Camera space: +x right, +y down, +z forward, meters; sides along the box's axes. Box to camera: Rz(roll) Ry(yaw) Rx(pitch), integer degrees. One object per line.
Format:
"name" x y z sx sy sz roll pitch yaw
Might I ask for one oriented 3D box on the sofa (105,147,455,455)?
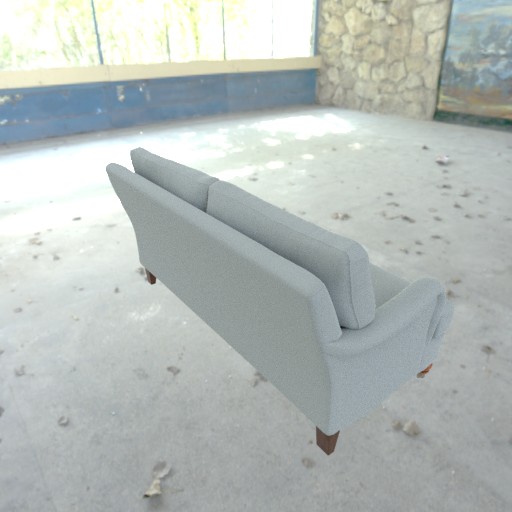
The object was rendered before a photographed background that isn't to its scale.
"sofa" 0.000 0.000 2.789 1.069 1.096 2.193 -18 32 -32
